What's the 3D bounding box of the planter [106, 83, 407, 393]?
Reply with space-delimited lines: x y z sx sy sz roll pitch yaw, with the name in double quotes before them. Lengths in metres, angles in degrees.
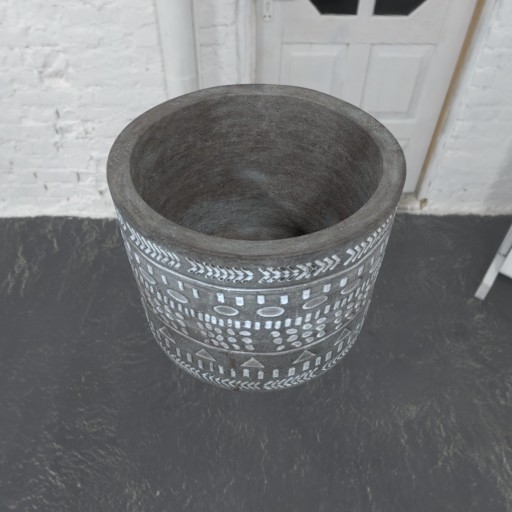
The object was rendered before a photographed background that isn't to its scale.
"planter" 0.000 0.000 0.267 0.142 0.149 0.142 0 47 0
